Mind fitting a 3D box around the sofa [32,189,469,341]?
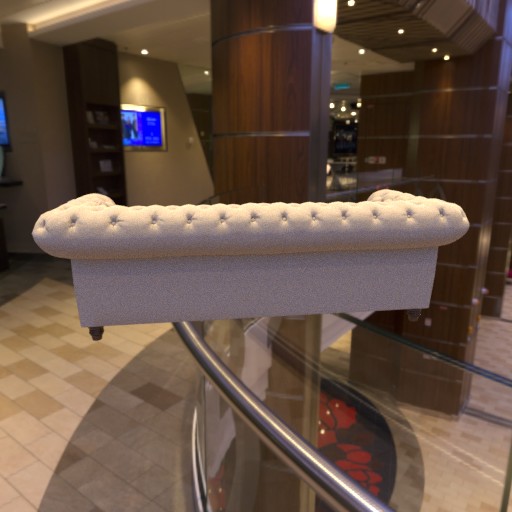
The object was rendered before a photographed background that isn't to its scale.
[{"bbox_3d":[0.000,0.000,3.130,2.694,0.847,1.076,-2,14,-8],"label":"sofa"}]
